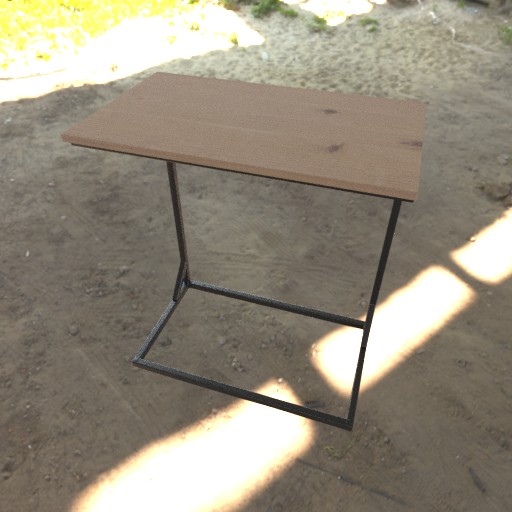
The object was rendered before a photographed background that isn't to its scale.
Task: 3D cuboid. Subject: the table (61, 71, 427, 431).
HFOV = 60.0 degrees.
[{"bbox_3d":[0.000,0.000,1.040,0.597,0.673,0.351,12,42,14],"label":"table"}]
